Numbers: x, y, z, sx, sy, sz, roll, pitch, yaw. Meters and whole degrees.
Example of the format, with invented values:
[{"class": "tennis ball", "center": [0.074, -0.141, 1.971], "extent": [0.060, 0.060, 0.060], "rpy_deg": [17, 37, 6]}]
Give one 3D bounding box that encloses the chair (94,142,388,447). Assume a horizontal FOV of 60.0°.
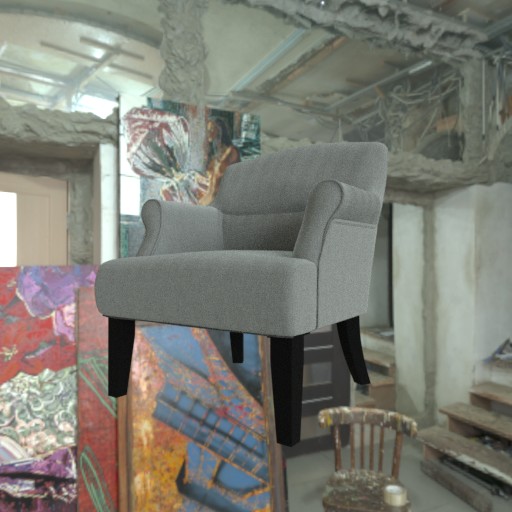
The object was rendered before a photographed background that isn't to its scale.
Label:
[{"class": "chair", "center": [0.000, 0.000, 1.482], "extent": [0.772, 0.880, 0.755], "rpy_deg": [0, 0, 35]}]
